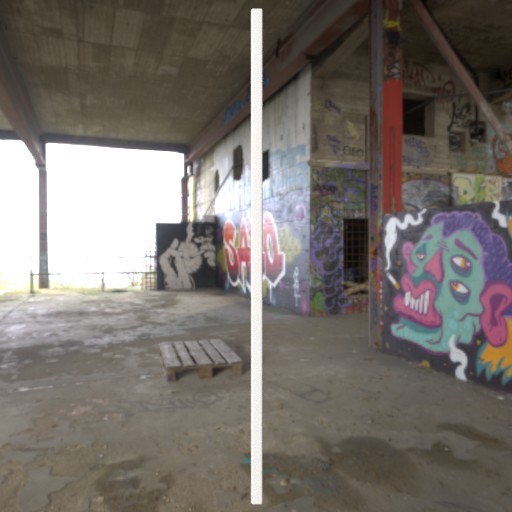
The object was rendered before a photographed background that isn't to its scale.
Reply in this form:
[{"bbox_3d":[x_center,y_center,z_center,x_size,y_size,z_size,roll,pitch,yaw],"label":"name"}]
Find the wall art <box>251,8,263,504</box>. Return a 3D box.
[{"bbox_3d":[0.000,0.000,0.594,0.011,0.482,0.329,0,1,0],"label":"wall art"}]
